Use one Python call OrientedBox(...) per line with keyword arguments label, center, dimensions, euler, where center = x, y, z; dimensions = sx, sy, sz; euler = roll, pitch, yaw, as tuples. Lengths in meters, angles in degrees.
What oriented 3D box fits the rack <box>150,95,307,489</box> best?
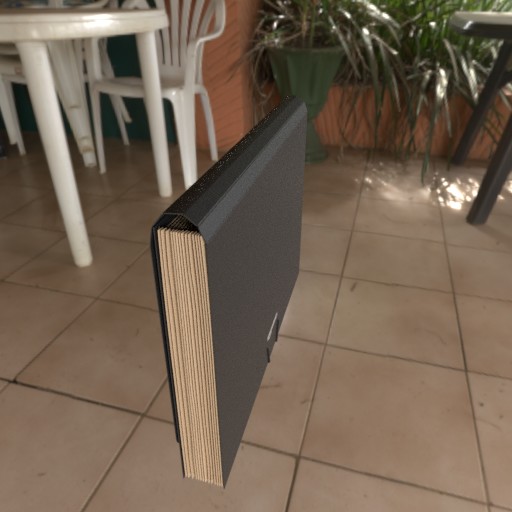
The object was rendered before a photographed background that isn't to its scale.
OrientedBox(label="rack", center=(0.000, 0.000, 0.434), dimensions=(0.041, 0.241, 0.330), euler=(8, 31, 13))
